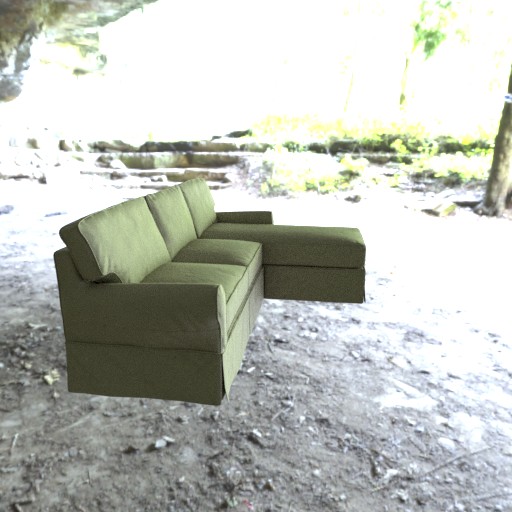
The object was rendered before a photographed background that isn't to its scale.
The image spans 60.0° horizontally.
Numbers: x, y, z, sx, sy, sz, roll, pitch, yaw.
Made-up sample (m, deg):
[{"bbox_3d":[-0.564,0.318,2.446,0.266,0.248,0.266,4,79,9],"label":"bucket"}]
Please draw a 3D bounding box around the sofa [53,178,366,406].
[{"bbox_3d":[0.000,0.000,3.318,1.733,0.978,2.475,2,15,8],"label":"sofa"}]
